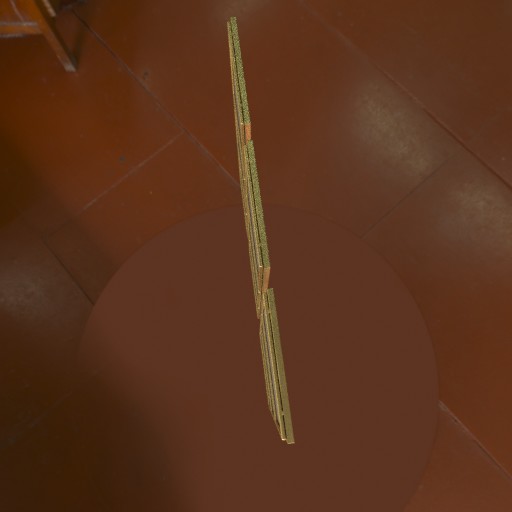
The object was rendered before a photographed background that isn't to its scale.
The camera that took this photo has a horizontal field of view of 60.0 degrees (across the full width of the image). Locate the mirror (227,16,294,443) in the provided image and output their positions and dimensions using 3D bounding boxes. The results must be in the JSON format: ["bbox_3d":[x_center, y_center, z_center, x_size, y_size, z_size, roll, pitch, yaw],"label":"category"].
[{"bbox_3d":[0.000,0.000,1.438,0.023,0.926,1.011,-7,75,-2],"label":"mirror"}]
